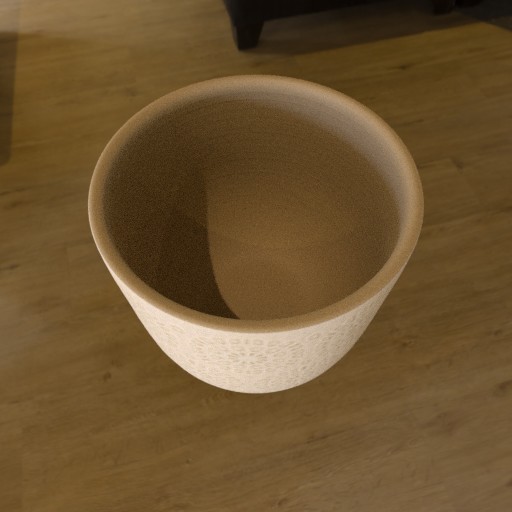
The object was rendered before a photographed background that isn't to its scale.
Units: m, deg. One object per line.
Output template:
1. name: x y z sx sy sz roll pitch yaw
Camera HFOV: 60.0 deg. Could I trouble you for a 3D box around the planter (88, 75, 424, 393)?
1. planter: 0.000 0.000 0.292 0.170 0.152 0.170 0 58 0
